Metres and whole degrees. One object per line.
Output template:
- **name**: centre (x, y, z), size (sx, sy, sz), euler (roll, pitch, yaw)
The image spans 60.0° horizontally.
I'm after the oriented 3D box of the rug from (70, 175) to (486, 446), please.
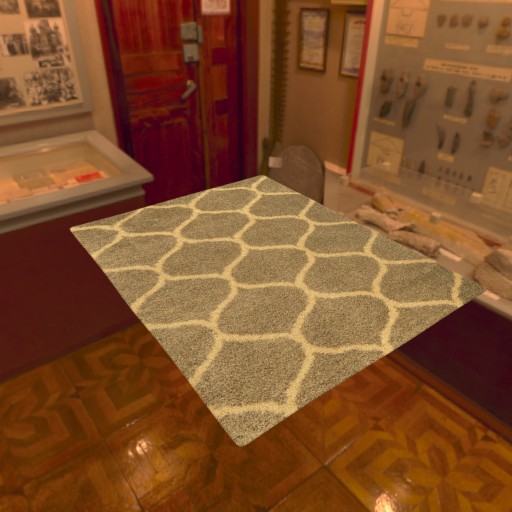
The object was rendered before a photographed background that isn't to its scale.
- **rug**: centre (0.000, 0.000, 3.965), size (2.399, 0.026, 3.000), euler (-21, 38, -30)
